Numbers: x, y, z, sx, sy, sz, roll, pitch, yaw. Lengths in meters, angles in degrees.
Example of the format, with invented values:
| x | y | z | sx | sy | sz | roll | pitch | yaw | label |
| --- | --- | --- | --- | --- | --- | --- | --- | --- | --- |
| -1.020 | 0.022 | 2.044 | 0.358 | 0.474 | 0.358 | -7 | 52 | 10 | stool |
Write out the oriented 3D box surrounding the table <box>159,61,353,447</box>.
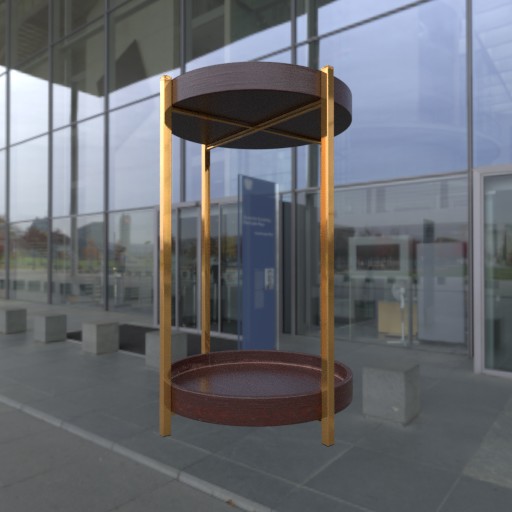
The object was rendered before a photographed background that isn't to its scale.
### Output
| x | y | z | sx | sy | sz | roll | pitch | yaw | label |
| --- | --- | --- | --- | --- | --- | --- | --- | --- | --- |
| 0.000 | 0.000 | 0.870 | 0.400 | 0.610 | 0.400 | 0 | -1 | -37 | table |
